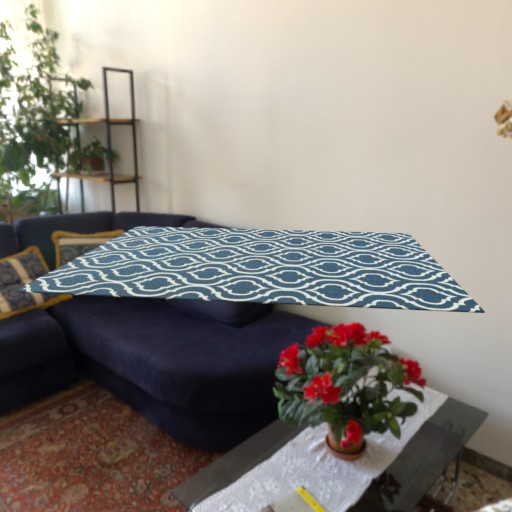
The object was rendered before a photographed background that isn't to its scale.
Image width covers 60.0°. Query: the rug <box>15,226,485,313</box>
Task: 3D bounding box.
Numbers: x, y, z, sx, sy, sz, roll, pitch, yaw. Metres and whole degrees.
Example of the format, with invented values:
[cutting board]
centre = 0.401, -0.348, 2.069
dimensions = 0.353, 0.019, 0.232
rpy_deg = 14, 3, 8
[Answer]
[rug]
centre = 0.000, 0.000, 4.287
dimensions = 3.353, 0.010, 2.438
rpy_deg = 2, 15, 7
